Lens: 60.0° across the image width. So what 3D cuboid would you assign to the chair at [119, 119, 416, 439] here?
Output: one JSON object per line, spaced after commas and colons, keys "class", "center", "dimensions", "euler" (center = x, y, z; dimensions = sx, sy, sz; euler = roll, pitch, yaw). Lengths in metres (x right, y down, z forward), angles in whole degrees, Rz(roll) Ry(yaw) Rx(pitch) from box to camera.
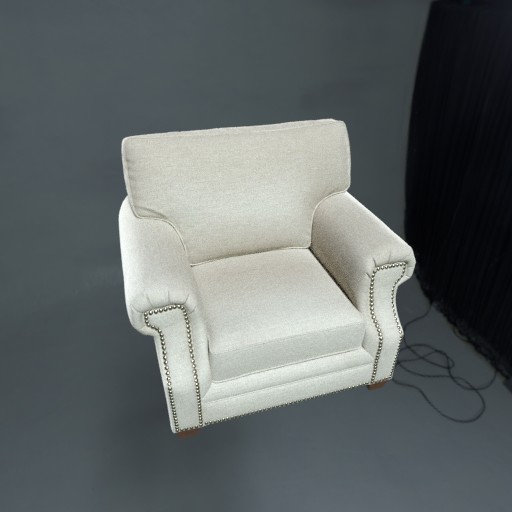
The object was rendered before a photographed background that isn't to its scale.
{"class": "chair", "center": [0.000, 0.000, 1.905], "dimensions": [1.092, 0.961, 0.965], "euler": [-9, 33, -14]}
